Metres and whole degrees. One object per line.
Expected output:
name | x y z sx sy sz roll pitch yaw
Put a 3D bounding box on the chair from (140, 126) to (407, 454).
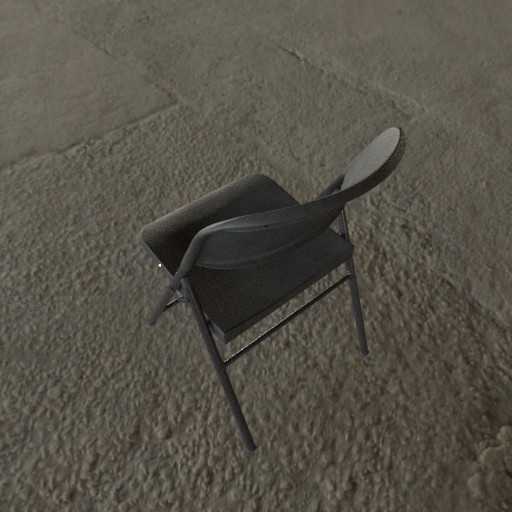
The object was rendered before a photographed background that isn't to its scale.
chair | 0.000 0.000 1.150 0.494 0.810 0.567 -31 55 -25
